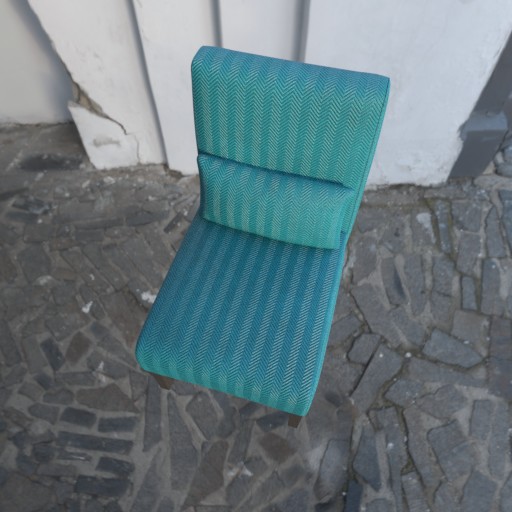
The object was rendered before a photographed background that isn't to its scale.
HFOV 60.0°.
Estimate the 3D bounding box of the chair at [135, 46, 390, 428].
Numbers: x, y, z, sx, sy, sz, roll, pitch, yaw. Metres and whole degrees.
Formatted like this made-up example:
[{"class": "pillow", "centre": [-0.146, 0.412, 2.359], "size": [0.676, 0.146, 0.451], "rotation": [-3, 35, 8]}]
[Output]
[{"class": "chair", "centre": [0.000, 0.000, 1.440], "size": [0.579, 0.927, 0.808], "rotation": [14, 58, 9]}]
